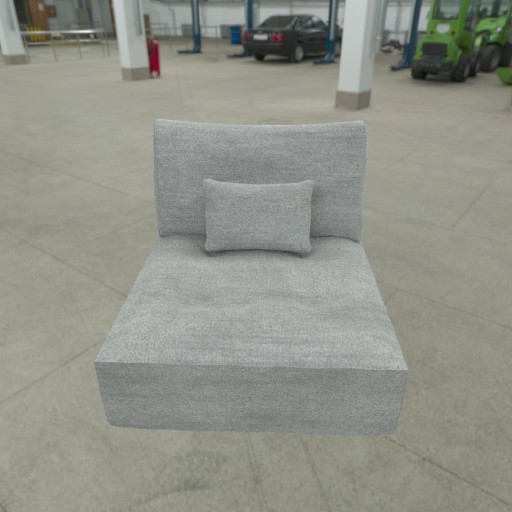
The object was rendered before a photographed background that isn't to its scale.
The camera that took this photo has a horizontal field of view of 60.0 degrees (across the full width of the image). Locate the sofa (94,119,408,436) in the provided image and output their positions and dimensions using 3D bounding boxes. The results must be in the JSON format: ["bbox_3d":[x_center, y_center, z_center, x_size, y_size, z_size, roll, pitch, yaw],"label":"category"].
[{"bbox_3d":[0.000,0.000,1.684,0.930,0.820,1.000,1,29,2],"label":"sofa"}]
